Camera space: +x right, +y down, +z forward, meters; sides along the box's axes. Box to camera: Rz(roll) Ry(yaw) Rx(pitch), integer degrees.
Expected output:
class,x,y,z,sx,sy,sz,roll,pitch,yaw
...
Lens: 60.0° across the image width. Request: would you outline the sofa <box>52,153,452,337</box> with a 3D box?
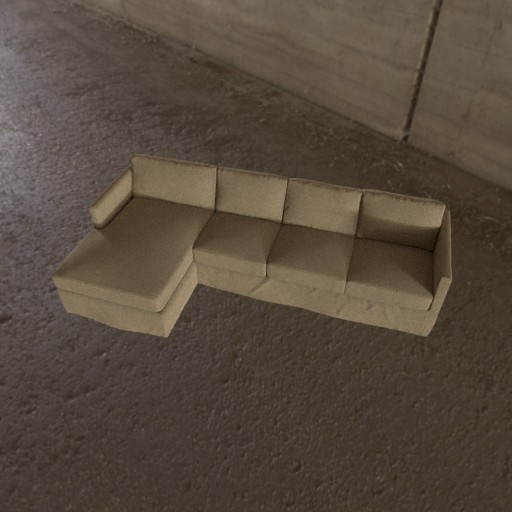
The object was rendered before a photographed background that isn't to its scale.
class,x,y,z,sx,sy,sz,roll,pitch,yaw
sofa,0.000,0.000,3.962,3.198,0.920,1.638,12,44,12
